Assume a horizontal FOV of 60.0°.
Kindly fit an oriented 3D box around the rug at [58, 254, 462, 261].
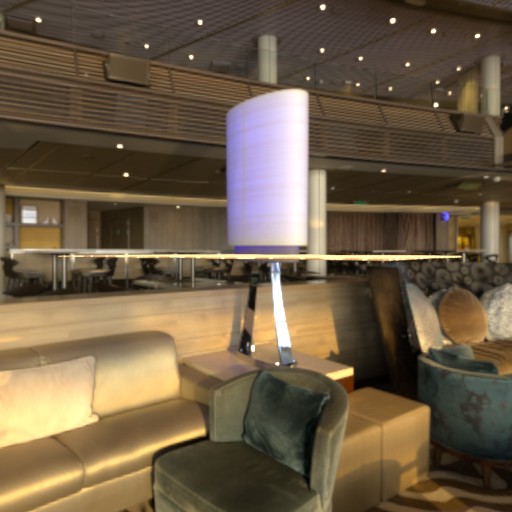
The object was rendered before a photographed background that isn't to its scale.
[{"bbox_3d":[0.000,0.000,2.287,1.761,0.013,1.152,0,1,35],"label":"rug"}]
